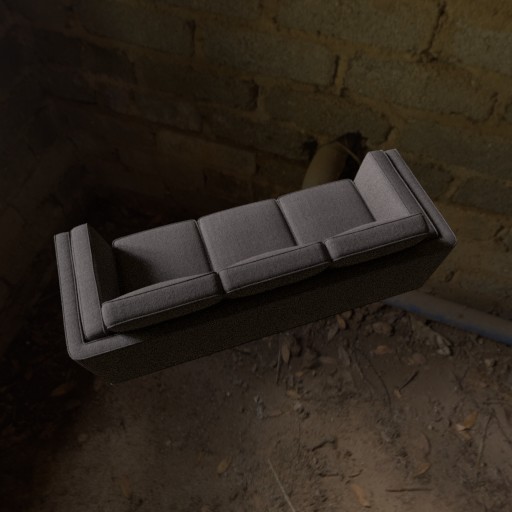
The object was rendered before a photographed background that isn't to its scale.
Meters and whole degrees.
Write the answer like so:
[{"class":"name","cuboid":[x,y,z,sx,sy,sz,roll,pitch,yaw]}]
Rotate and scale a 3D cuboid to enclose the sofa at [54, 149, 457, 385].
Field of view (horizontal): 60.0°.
[{"class":"sofa","cuboid":[0.000,0.000,2.915,2.362,0.899,0.903,-16,59,-10]}]
